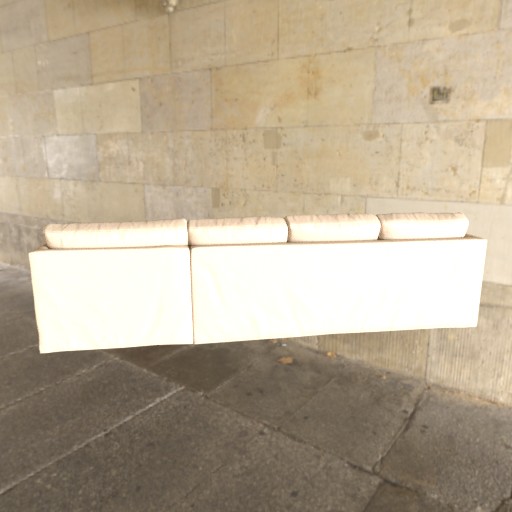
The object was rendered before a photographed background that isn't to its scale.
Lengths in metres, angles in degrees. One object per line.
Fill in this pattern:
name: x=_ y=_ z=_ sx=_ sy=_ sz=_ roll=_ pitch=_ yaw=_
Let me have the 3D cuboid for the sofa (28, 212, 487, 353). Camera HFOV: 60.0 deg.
sofa: x=0.000 y=0.000 z=3.837 sx=3.206 sy=0.871 sz=1.622 roll=-2 pitch=13 yaw=-8
